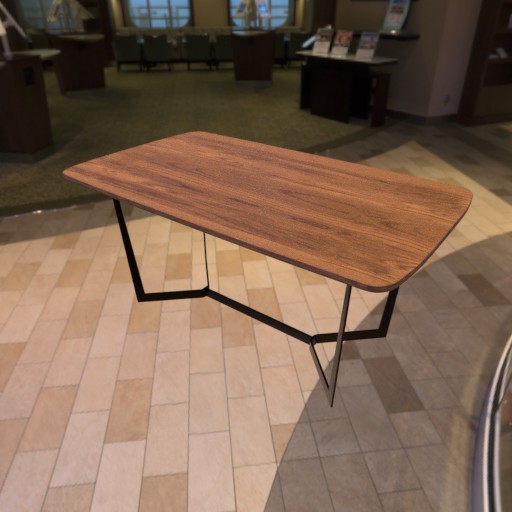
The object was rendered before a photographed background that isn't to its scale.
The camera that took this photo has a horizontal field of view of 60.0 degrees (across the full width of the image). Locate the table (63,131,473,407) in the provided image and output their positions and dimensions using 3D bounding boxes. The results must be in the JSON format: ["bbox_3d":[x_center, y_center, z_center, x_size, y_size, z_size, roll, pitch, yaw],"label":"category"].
[{"bbox_3d":[0.000,0.000,2.132,1.643,0.765,0.949,21,36,31],"label":"table"}]
